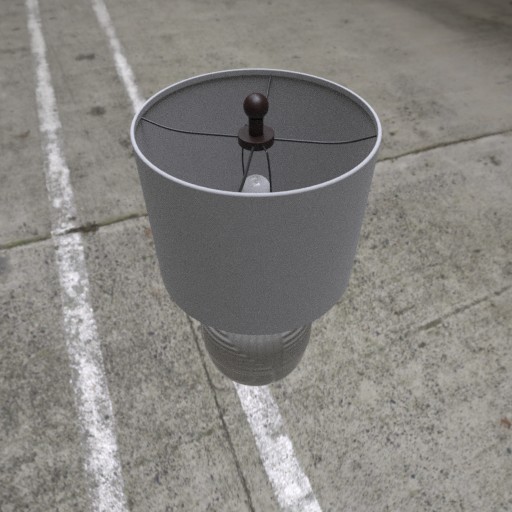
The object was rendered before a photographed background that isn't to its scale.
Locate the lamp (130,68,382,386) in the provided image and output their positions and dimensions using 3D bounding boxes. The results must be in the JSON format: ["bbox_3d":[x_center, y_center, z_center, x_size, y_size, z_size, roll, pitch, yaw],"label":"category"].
[{"bbox_3d":[0.000,0.000,0.746,0.318,0.567,0.318,0,45,0],"label":"lamp"}]
